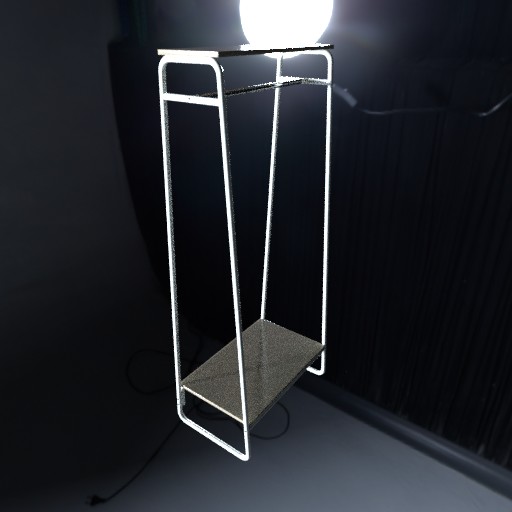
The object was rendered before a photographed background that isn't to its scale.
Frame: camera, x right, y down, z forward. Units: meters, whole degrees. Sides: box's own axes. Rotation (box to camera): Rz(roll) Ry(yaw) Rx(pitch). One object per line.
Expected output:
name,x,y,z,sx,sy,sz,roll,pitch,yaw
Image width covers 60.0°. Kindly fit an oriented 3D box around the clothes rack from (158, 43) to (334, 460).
clothes rack,0.000,0.000,1.770,0.400,1.512,0.640,19,33,32
